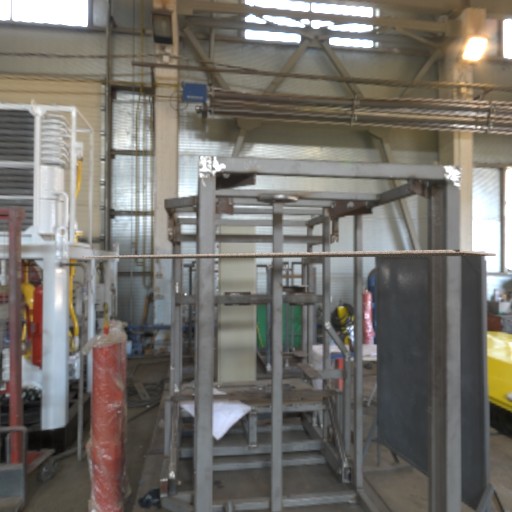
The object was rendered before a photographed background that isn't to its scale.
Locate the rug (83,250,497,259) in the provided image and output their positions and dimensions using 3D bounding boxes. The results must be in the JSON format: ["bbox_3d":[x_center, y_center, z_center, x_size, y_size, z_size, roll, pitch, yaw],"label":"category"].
[{"bbox_3d":[0.000,0.000,2.643,2.438,0.012,0.762,-1,-1,37],"label":"rug"}]
